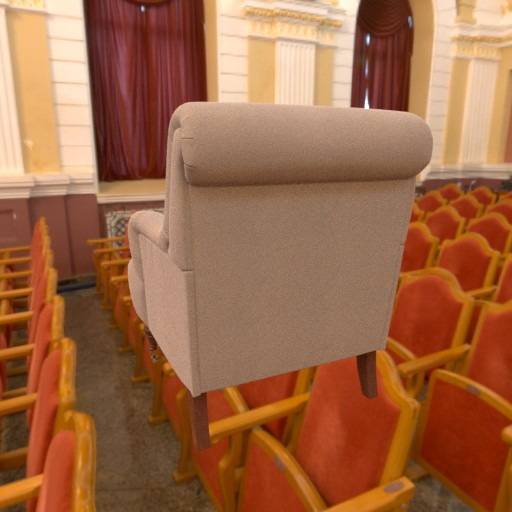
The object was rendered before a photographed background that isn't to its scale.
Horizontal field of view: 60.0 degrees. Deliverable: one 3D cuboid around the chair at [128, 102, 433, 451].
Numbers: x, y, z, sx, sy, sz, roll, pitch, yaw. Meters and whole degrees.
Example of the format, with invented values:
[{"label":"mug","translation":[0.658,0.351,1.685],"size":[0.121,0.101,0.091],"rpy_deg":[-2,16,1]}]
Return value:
[{"label":"chair","translation":[0.000,0.000,1.538],"size":[0.766,0.942,0.842],"rpy_deg":[-6,15,-25]}]
